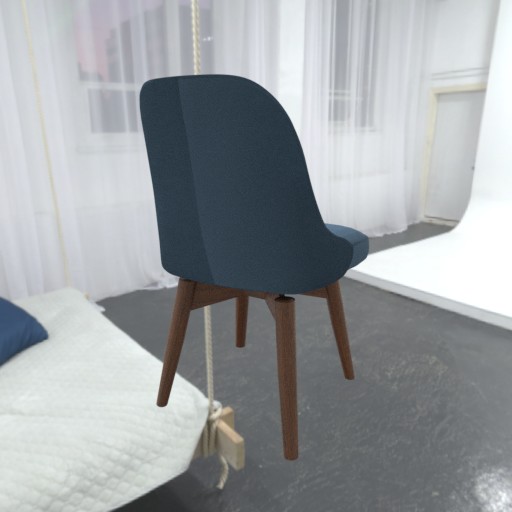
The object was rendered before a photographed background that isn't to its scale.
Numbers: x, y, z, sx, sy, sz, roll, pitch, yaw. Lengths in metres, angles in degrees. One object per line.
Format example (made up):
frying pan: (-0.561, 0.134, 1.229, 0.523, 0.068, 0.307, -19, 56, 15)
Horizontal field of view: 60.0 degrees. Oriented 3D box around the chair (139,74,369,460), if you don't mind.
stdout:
chair: (0.000, 0.000, 1.233, 0.503, 0.882, 0.589, 9, 19, 30)
